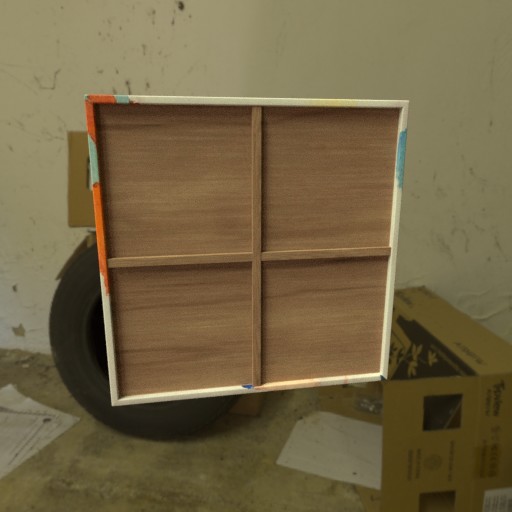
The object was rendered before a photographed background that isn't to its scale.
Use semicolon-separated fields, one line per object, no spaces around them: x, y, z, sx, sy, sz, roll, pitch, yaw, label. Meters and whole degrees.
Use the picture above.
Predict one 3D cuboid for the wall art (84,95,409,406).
0.000;0.000;1.511;1.017;1.017;0.044;-2;14;-10;wall art
